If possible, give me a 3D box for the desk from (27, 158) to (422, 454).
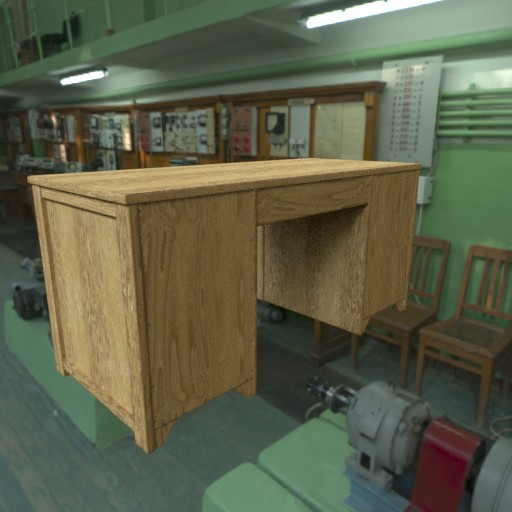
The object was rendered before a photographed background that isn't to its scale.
[{"bbox_3d":[0.000,0.000,1.935,1.567,0.751,0.685,-15,21,-43],"label":"desk"}]
